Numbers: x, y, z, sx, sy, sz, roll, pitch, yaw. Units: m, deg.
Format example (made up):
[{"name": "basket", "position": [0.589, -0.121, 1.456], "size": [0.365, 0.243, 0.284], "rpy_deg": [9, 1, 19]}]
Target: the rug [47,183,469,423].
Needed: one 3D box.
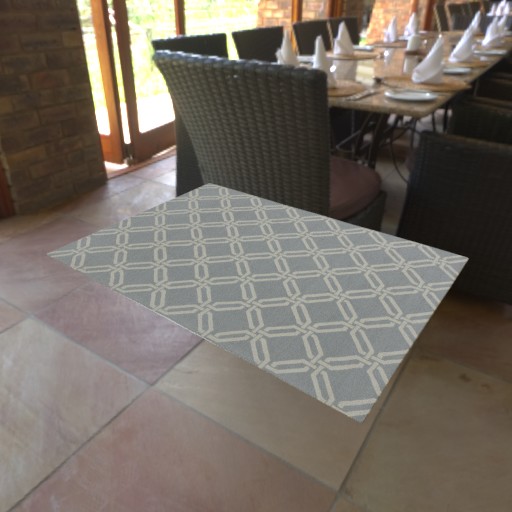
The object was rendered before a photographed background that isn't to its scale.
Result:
[{"name": "rug", "position": [0.000, 0.000, 2.744], "size": [2.133, 0.013, 1.522], "rpy_deg": [21, 36, 31]}]
